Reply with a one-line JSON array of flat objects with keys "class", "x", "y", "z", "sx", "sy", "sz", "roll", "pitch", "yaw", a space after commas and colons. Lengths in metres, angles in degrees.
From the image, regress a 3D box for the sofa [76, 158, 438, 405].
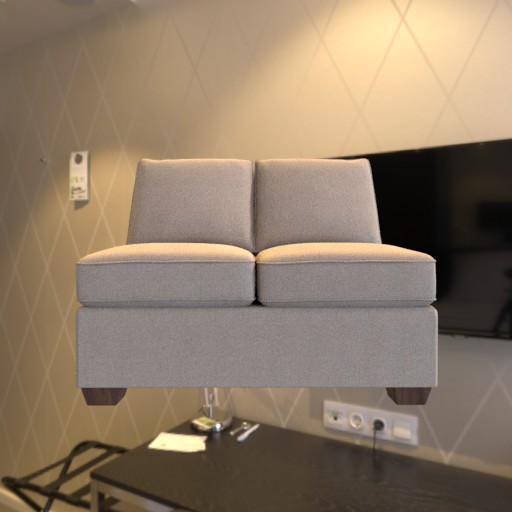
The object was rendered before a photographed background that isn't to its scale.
[{"class": "sofa", "x": 0.000, "y": 0.000, "z": 1.931, "sx": 1.232, "sy": 1.006, "sz": 0.978, "roll": 0, "pitch": 0, "yaw": 0}]
